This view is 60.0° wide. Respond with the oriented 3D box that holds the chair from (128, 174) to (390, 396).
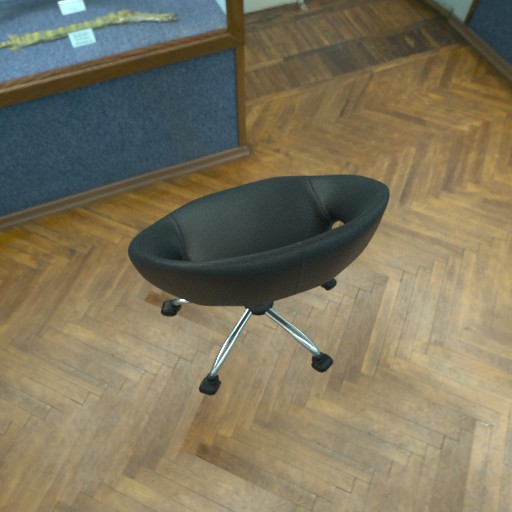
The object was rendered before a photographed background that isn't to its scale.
[{"bbox_3d":[0.000,0.000,1.186,0.612,0.791,0.538,-17,61,-10],"label":"chair"}]
